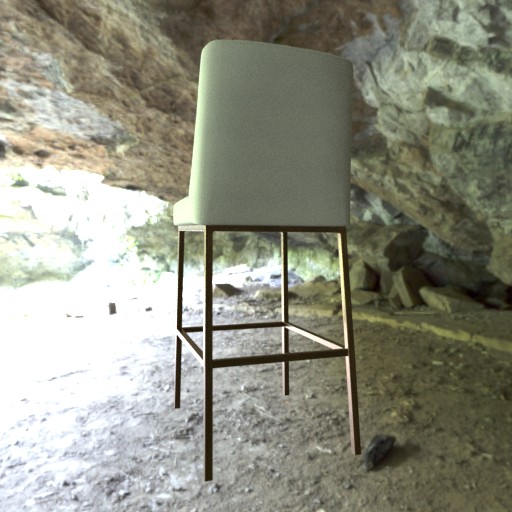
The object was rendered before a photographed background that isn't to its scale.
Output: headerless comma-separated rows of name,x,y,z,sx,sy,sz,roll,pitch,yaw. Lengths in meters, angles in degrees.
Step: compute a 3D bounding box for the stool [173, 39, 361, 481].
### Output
stool,0.000,0.000,1.384,0.462,1.084,0.546,0,1,-19
